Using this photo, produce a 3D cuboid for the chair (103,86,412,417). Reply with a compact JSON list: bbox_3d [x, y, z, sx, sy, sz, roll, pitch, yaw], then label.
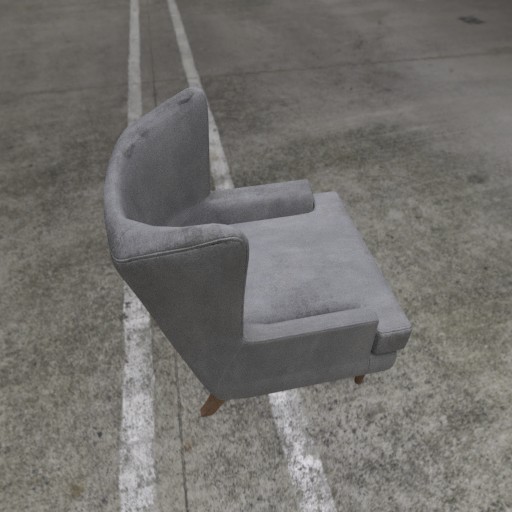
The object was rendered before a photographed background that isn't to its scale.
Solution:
[{"bbox_3d":[0.000,0.000,1.603,0.906,0.950,0.784,-9,46,-8],"label":"chair"}]
